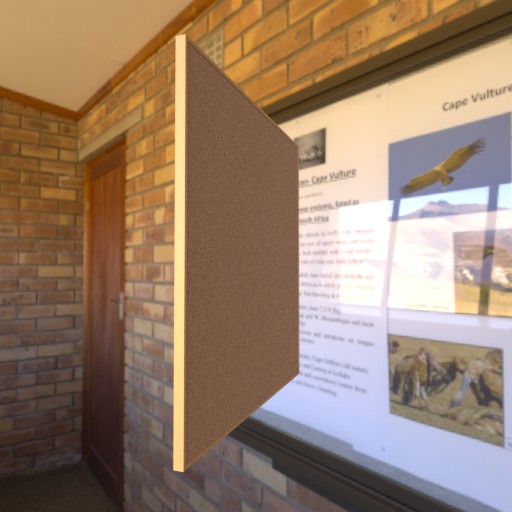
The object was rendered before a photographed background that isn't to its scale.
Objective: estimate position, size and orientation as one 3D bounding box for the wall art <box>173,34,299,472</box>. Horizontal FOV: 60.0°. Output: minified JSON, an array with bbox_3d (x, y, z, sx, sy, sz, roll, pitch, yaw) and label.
[{"bbox_3d":[0.000,0.000,0.676,0.013,0.455,0.457,-1,-2,21],"label":"wall art"}]
